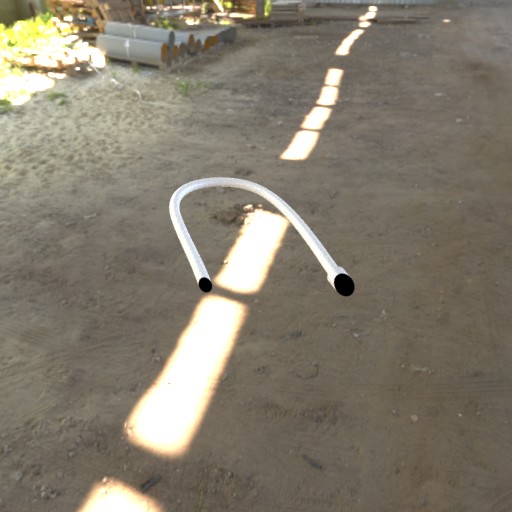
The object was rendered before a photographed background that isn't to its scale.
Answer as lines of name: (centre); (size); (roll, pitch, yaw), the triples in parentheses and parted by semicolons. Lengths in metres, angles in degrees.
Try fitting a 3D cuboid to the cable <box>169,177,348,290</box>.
cable: (0.000, 0.000, 0.110); (0.040, 0.006, 0.098); (-10, 34, -15)
